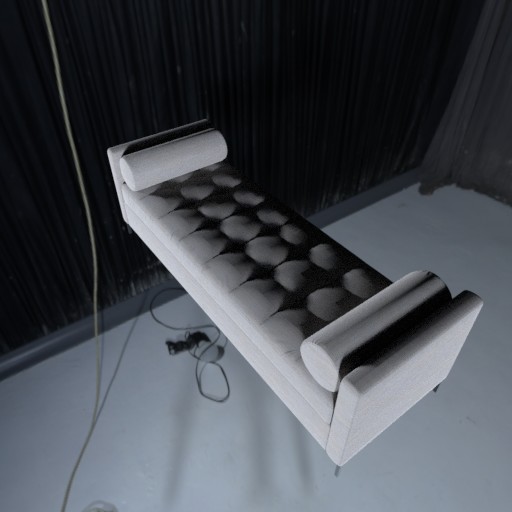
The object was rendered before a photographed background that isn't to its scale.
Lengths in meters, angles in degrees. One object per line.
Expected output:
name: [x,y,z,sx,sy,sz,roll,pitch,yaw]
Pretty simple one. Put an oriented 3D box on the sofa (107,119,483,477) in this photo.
sofa: [0.000,0.000,2.303,0.686,0.635,1.981,-26,48,-27]
